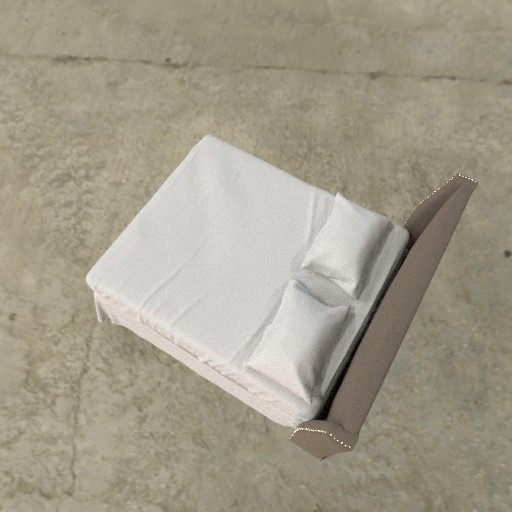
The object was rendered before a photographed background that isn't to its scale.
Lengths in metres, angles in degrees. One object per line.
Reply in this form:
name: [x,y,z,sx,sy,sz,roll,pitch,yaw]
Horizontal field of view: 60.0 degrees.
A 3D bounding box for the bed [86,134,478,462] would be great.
bed: [0.000,0.000,3.362,2.276,1.332,1.925,29,67,13]
